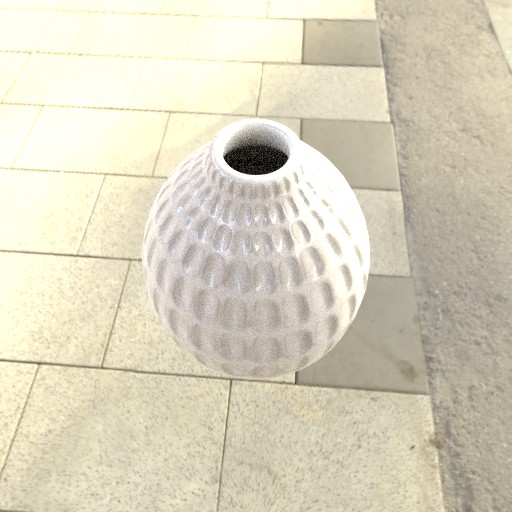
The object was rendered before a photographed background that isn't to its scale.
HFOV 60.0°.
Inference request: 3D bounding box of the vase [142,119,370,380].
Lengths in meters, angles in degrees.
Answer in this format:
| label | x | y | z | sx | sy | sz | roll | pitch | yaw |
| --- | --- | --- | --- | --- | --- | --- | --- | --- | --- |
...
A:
| label | x | y | z | sx | sy | sz | roll | pitch | yaw |
| --- | --- | --- | --- | --- | --- | --- | --- | --- | --- |
| vase | 0.000 | 0.000 | 0.254 | 0.128 | 0.167 | 0.128 | 0 | 57 | 0 |
